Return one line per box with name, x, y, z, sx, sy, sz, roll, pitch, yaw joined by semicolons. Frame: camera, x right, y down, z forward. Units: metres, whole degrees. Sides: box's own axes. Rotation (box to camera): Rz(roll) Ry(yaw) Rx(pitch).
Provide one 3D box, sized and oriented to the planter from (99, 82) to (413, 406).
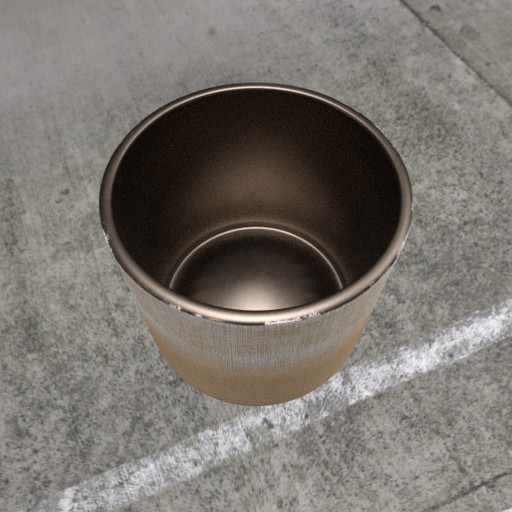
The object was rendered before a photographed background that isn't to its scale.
planter;0.000;0.000;0.393;0.221;0.201;0.221;0;58;0
